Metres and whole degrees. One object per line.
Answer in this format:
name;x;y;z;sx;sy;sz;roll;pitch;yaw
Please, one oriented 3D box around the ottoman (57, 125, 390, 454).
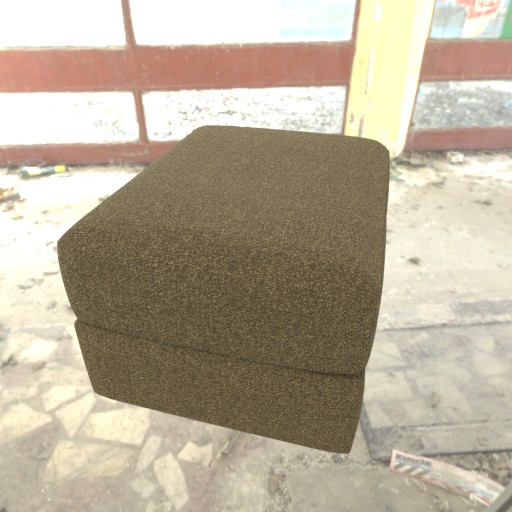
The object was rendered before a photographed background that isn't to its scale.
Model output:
ottoman;0.000;0.000;1.116;0.598;0.476;0.742;9;34;13
